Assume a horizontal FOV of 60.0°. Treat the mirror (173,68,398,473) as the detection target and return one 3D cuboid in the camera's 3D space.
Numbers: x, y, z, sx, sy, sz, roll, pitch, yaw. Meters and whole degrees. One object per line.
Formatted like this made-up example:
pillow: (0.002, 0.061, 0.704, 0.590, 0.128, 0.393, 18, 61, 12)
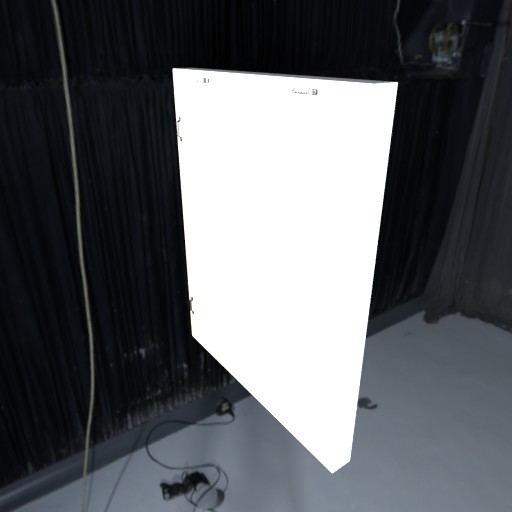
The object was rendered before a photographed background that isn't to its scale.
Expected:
mirror: (0.000, 0.000, 0.668, 0.041, 0.509, 0.406, -17, 30, -32)
